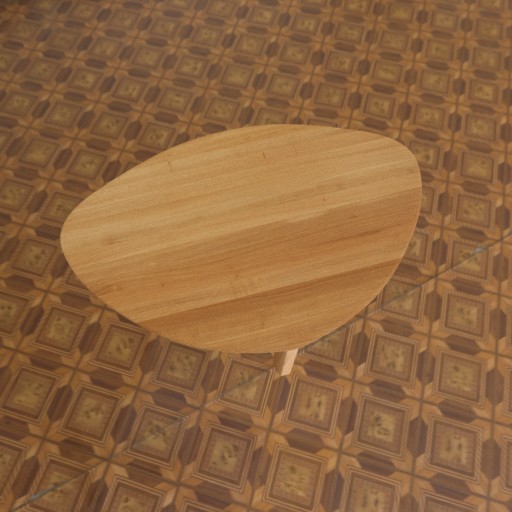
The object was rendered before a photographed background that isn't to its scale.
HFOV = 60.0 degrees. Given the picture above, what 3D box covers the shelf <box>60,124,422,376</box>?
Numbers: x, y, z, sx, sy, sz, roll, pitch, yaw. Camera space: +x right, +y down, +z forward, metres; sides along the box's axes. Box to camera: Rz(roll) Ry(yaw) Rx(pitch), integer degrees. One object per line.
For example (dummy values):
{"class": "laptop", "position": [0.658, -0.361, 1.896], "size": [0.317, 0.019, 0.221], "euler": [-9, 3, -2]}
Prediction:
{"class": "shelf", "position": [0.000, 0.000, 1.651], "size": [1.246, 0.440, 0.845], "euler": [-14, 65, -7]}
